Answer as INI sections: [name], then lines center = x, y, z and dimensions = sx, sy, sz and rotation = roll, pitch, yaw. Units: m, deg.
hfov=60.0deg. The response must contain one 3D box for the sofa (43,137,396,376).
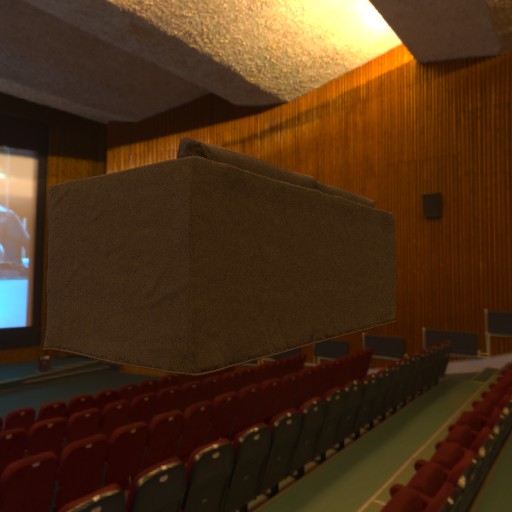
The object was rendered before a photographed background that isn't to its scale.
[sofa]
center = 0.000, 0.000, 2.493
dimensions = 0.953, 0.855, 1.982
rotation = -1, -2, 36
